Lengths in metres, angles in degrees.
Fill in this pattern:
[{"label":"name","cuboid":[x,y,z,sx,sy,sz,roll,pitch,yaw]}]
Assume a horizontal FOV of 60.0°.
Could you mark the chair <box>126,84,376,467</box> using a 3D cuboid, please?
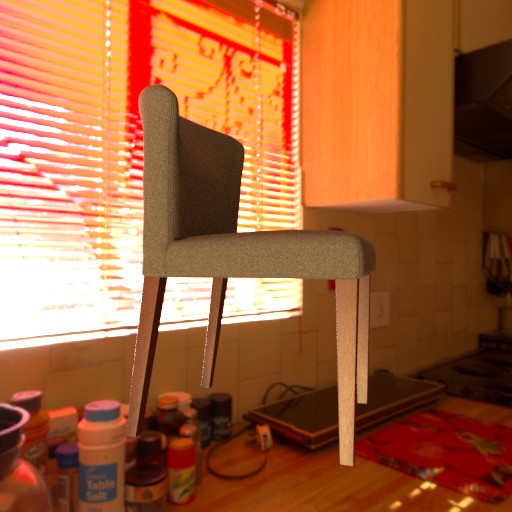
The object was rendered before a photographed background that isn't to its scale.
[{"label":"chair","cuboid":[0.000,0.000,1.166,0.592,0.839,0.491,0,-1,18]}]
